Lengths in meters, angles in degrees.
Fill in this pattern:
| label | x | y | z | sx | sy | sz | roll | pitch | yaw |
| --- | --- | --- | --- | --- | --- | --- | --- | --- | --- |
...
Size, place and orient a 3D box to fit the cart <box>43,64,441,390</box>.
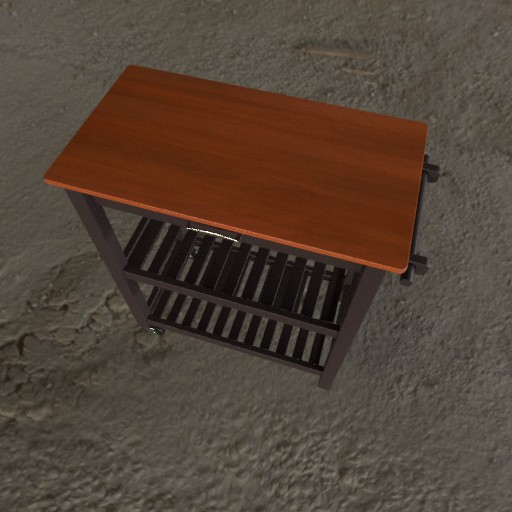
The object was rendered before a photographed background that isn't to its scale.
| label | x | y | z | sx | sy | sz | roll | pitch | yaw |
| --- | --- | --- | --- | --- | --- | --- | --- | --- | --- |
| cart | 0.000 | 0.000 | 1.459 | 0.899 | 0.927 | 0.457 | 15 | 59 | 9 |
